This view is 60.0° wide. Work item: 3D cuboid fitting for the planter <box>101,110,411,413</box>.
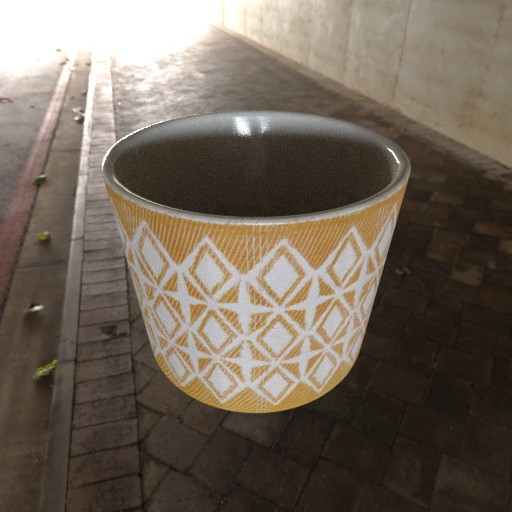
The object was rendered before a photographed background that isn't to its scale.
[{"bbox_3d":[0.000,0.000,0.332,0.193,0.165,0.193,0,33,0],"label":"planter"}]
